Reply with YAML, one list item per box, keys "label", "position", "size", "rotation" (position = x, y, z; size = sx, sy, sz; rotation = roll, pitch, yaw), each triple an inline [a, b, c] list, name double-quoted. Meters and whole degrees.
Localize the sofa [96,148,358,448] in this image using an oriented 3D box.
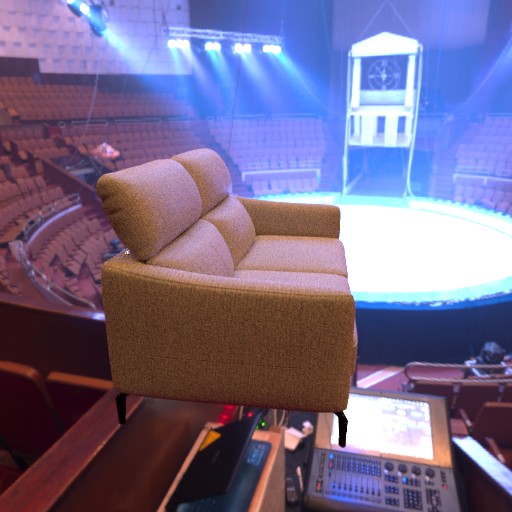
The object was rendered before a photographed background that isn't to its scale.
- label: "sofa"
  position: [0.000, 0.000, 2.155]
  size: [0.905, 0.950, 1.540]
  rotation: [3, 18, 8]
